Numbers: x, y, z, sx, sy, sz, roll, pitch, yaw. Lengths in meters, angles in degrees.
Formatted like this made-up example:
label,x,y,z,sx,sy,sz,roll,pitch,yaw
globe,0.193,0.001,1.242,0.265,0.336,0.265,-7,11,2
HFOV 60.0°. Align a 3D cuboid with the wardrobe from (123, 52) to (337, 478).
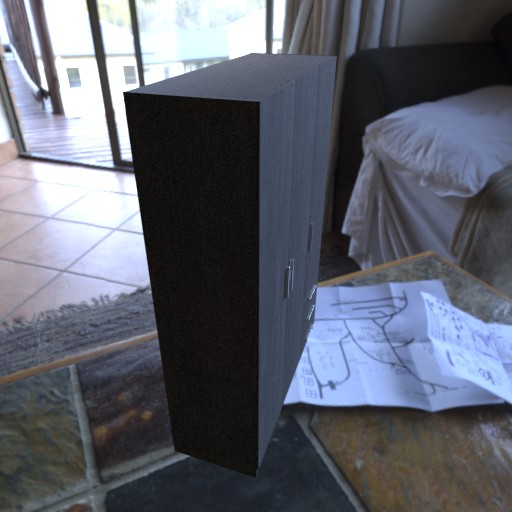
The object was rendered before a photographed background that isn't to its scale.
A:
label,x,y,z,sx,sy,sz,roll,pitch,yaw
wardrobe,0.000,0.000,2.444,0.510,1.910,1.290,10,32,17
